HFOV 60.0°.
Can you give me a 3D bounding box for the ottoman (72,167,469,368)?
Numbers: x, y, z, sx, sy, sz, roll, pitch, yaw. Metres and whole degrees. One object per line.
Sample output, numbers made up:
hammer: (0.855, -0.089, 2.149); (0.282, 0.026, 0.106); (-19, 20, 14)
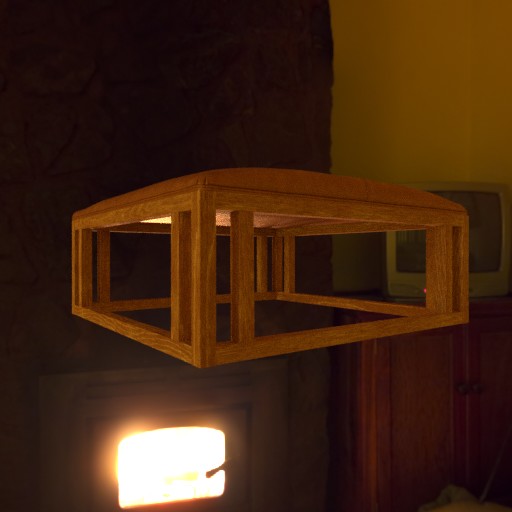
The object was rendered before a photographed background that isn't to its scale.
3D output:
ottoman: (0.000, 0.000, 1.582); (1.013, 0.442, 1.016); (0, 0, -36)
